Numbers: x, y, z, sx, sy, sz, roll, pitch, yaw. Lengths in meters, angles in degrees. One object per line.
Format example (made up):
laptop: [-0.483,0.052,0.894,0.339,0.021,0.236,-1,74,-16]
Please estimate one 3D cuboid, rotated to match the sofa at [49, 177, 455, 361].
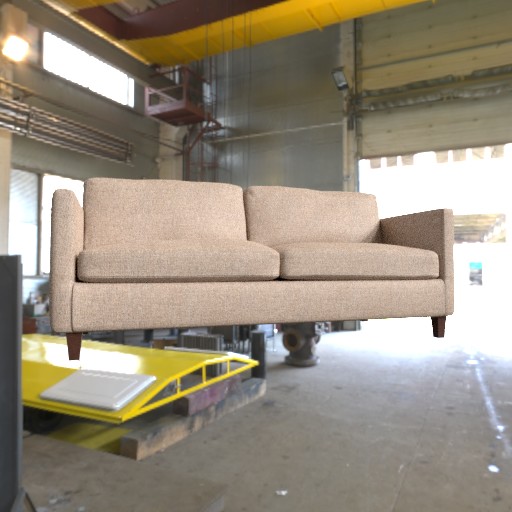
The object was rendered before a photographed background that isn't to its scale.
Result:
sofa: [0.000,0.000,2.698,2.208,0.965,0.951,0,-1,-18]
